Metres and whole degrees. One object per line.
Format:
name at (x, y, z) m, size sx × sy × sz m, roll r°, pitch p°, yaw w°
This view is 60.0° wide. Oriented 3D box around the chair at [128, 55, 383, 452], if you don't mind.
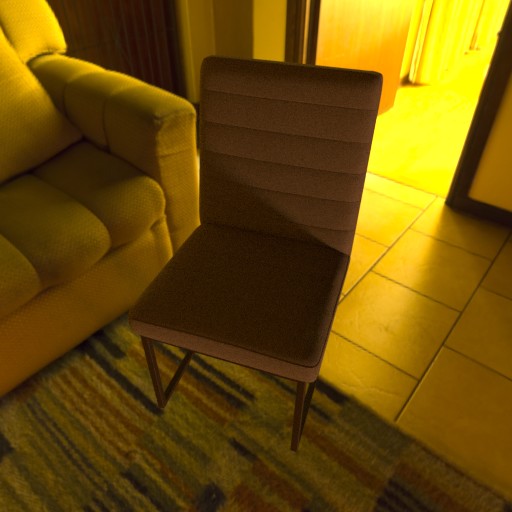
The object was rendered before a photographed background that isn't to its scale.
chair at (0.000, 0.000, 1.297) m, size 0.520 × 0.930 × 0.634 m, roll 12°, pitch 41°, yaw 14°
